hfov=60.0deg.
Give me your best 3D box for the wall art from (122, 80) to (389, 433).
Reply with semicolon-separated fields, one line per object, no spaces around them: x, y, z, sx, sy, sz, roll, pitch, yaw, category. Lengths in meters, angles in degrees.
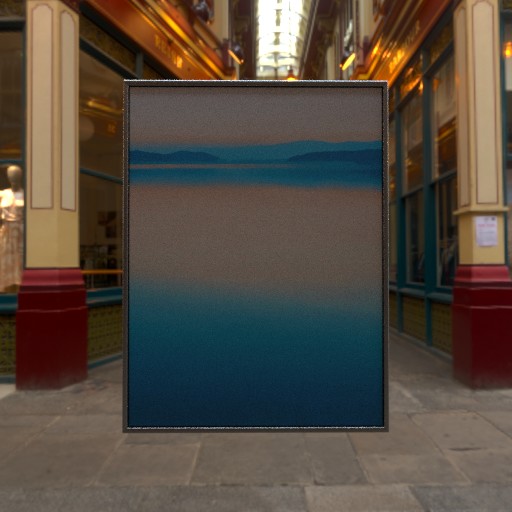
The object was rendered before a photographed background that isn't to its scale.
0.000;0.000;1.353;0.801;1.062;0.037;0;-1;0;wall art
